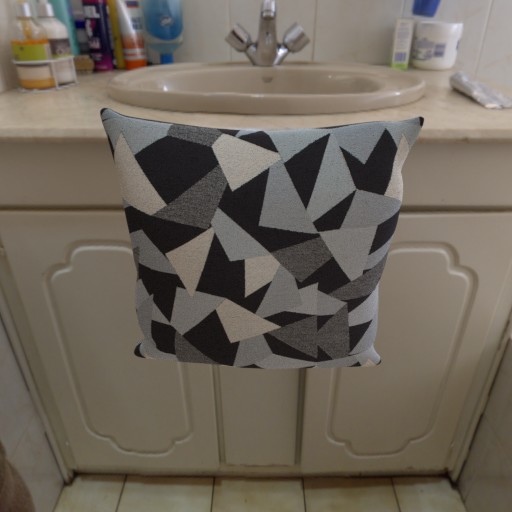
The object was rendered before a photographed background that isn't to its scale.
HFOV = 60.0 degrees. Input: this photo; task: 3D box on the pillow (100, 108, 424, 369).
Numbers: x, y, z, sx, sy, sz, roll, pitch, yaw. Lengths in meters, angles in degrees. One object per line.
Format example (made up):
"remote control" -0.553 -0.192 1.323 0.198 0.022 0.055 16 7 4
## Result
"pillow" 0.000 0.000 0.780 0.503 0.496 0.208 1 30 2
